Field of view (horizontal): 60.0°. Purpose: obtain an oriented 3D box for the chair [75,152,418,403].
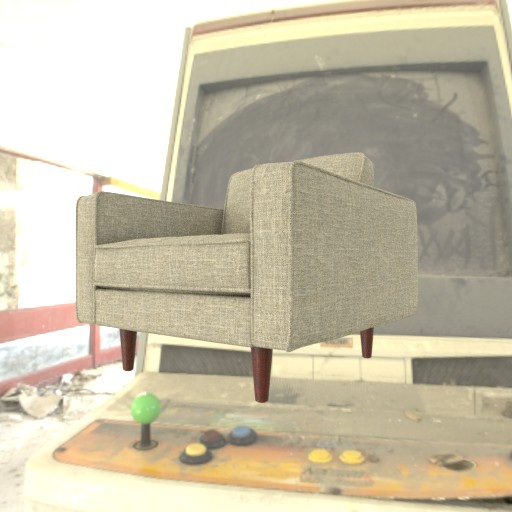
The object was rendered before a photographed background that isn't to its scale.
[{"bbox_3d":[0.000,0.000,1.585,0.889,0.765,0.914,-1,-1,37],"label":"chair"}]
